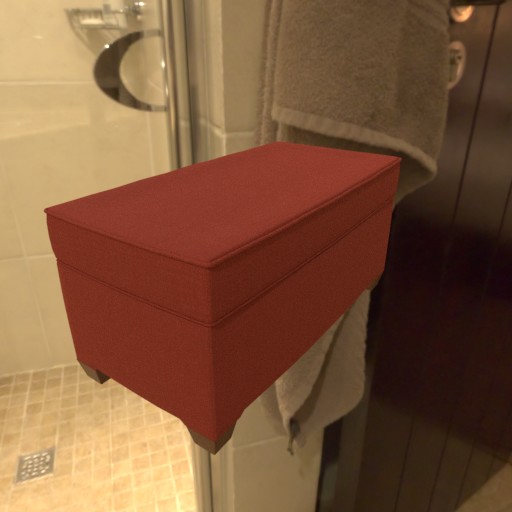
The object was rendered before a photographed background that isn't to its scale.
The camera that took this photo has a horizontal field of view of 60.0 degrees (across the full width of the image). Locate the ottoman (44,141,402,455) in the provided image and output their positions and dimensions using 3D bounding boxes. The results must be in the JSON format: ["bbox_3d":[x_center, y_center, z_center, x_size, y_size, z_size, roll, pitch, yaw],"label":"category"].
[{"bbox_3d":[0.000,0.000,1.254,0.497,0.454,0.948,17,30,31],"label":"ottoman"}]
